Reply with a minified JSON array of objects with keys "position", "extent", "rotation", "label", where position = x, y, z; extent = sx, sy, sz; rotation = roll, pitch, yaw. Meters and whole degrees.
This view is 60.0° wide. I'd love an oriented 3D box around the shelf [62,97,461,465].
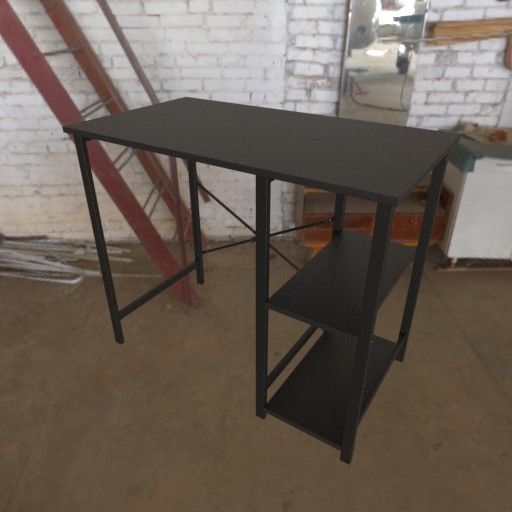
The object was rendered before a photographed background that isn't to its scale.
[{"position":[0.000,0.000,1.329],"extent":[0.902,0.749,0.498],"rotation":[18,35,28],"label":"shelf"}]
